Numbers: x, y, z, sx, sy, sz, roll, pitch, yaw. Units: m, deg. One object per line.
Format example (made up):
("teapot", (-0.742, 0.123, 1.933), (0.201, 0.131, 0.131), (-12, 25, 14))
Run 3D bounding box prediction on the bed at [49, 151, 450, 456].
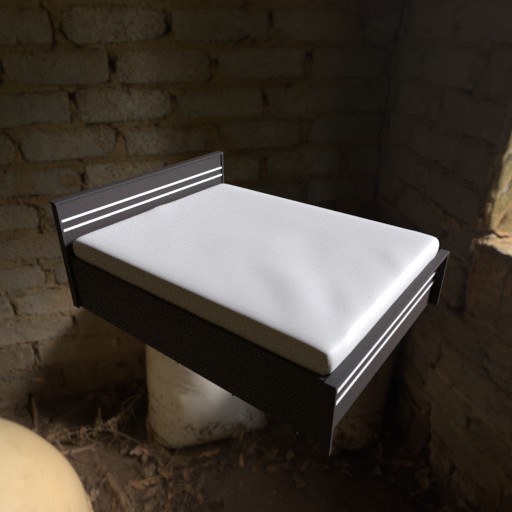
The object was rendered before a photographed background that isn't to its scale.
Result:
("bed", (0.000, 0.000, 3.049), (2.103, 0.808, 1.634), (19, 33, 33))
